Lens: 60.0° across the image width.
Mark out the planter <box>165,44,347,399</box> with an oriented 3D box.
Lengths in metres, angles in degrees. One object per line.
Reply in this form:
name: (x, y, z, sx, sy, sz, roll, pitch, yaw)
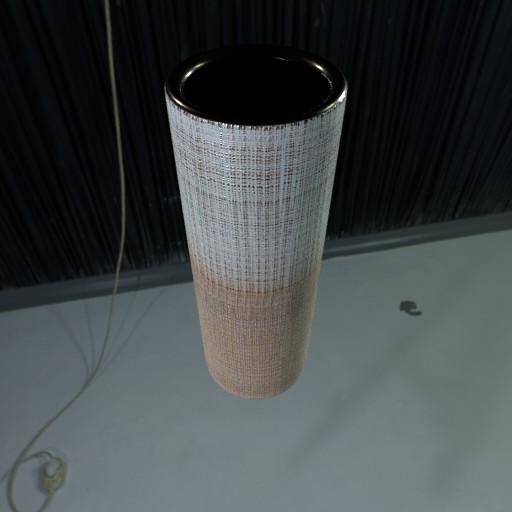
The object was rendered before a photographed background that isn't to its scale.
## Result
planter: (0.000, 0.000, 0.339, 0.099, 0.278, 0.099, -11, 47, -11)
